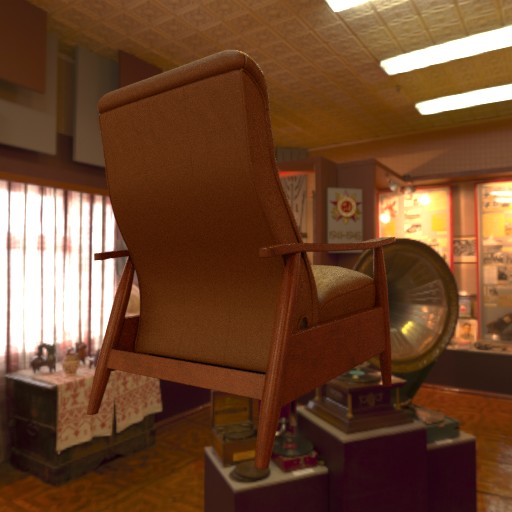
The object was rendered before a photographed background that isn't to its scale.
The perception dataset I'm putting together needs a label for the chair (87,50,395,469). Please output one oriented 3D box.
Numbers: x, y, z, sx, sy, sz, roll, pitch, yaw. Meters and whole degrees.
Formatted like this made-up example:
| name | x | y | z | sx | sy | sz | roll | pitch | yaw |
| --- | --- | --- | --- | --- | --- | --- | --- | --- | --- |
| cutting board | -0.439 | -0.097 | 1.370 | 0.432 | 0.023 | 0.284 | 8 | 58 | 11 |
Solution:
| name | x | y | z | sx | sy | sz | roll | pitch | yaw |
| --- | --- | --- | --- | --- | --- | --- | --- | --- | --- |
| chair | 0.000 | 0.000 | 1.709 | 0.762 | 1.082 | 1.014 | -1 | -2 | 35 |
